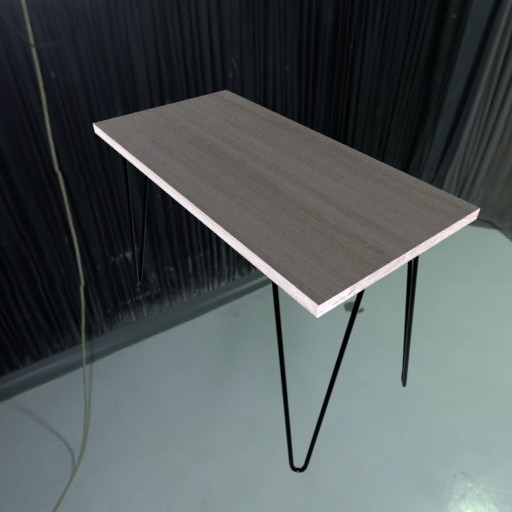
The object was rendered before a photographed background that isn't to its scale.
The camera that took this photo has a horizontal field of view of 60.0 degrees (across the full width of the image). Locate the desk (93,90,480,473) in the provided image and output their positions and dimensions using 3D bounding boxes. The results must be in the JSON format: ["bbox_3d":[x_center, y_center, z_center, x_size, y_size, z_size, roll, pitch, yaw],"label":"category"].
[{"bbox_3d":[0.000,0.000,1.381,0.499,0.660,0.991,-26,46,-28],"label":"desk"}]
